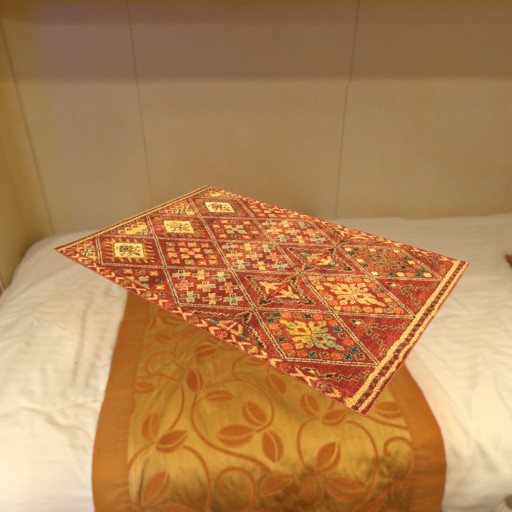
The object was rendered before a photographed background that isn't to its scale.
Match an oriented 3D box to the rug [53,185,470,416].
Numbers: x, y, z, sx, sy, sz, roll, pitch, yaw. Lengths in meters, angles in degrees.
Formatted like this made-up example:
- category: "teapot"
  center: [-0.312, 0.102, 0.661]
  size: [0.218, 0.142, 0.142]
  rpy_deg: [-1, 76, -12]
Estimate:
- category: "rug"
  center: [0.000, 0.000, 2.902]
  size: [2.286, 0.026, 1.521]
  rpy_deg: [21, 36, 32]
